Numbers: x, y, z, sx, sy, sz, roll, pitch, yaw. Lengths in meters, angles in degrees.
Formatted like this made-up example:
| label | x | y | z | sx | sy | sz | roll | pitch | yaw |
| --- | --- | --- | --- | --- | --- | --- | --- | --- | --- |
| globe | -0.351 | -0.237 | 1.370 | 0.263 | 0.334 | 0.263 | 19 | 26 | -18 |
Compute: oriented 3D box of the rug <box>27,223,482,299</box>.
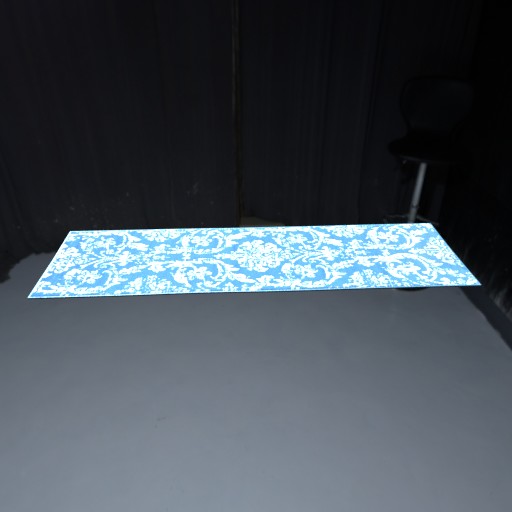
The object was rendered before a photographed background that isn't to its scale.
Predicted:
| label | x | y | z | sx | sy | sz | roll | pitch | yaw |
| --- | --- | --- | --- | --- | --- | --- | --- | --- | --- |
| rug | 0.000 | 0.000 | 2.418 | 2.196 | 0.011 | 0.662 | -1 | 32 | -2 |
